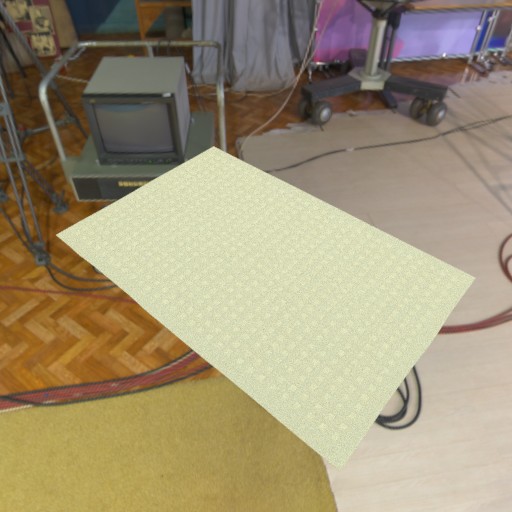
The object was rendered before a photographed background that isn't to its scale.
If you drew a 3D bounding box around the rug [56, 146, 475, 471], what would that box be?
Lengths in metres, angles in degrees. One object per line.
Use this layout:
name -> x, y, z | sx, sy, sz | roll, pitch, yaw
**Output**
rug -> 0.000, 0.000, 2.179 | 1.747, 0.006, 1.143 | 32, 53, 28
